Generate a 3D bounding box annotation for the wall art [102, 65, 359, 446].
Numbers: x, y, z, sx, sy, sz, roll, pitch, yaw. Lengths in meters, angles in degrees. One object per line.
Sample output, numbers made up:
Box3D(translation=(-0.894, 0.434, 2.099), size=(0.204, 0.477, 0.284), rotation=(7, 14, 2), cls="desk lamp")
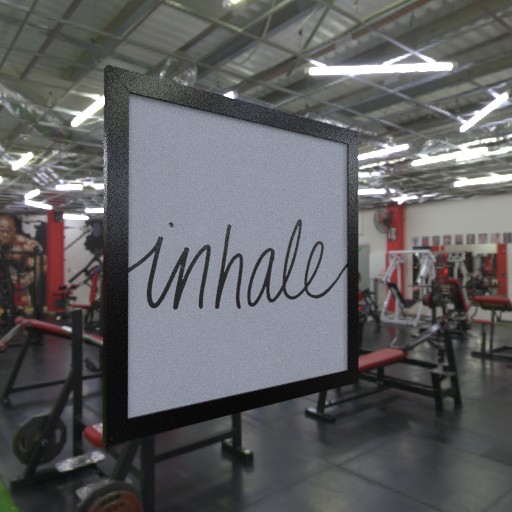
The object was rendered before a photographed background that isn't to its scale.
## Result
Box3D(translation=(0.000, 0.000, 0.656), size=(0.446, 0.445, 0.014), rotation=(0, -1, -37), cls="wall art")
